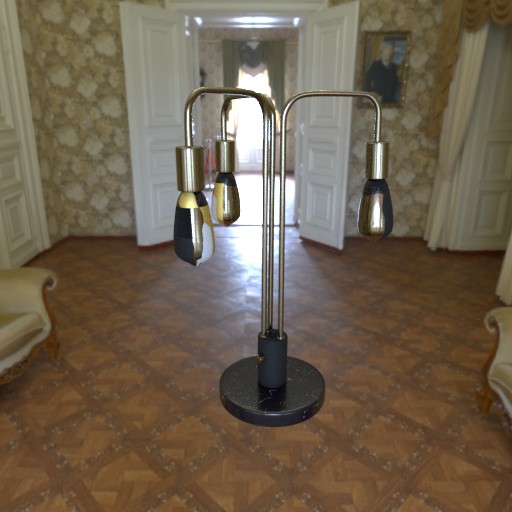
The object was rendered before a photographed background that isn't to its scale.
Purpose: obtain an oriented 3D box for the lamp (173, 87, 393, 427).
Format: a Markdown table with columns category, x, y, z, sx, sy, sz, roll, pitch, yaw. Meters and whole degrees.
| category | x | y | z | sx | sy | sz | roll | pitch | yaw |
| --- | --- | --- | --- | --- | --- | --- | --- | --- | --- |
| lamp | 0.000 | 0.000 | 0.799 | 0.355 | 0.560 | 0.368 | 16 | 23 | 41 |
